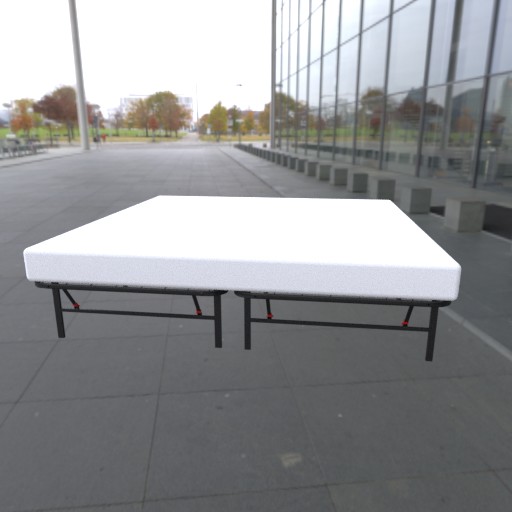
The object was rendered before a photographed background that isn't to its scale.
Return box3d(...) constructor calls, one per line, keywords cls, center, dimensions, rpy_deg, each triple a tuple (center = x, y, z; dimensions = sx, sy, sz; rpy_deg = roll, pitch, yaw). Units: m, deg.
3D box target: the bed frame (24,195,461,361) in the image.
box3d(cls="bed frame", center=(0.000, 0.000, 2.996), dimensions=(2.033, 0.525, 1.935), rpy_deg=(2, 16, 7))
